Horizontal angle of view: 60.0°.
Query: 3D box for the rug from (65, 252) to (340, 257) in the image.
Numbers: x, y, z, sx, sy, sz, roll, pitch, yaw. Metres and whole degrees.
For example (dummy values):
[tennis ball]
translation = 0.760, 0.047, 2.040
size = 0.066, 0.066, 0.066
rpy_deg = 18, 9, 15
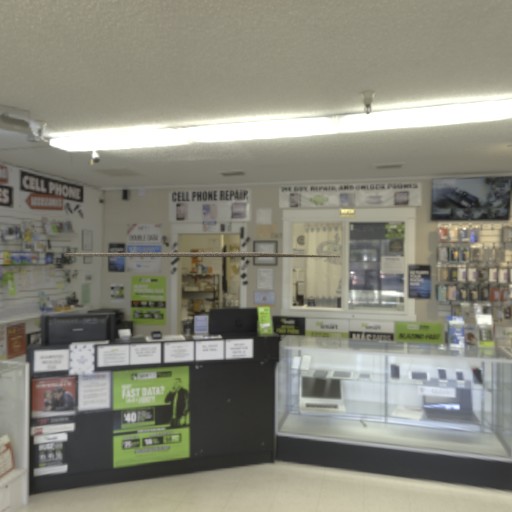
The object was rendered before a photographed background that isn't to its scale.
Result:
[rug]
translation = 0.000, 0.000, 2.708
size = 0.769, 0.012, 2.448
rpy_deg = 0, 0, 17
